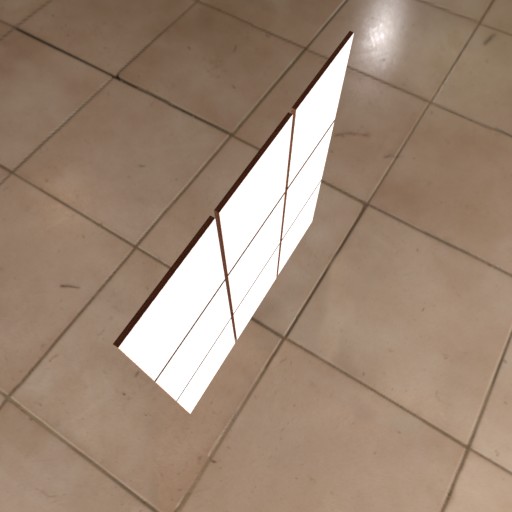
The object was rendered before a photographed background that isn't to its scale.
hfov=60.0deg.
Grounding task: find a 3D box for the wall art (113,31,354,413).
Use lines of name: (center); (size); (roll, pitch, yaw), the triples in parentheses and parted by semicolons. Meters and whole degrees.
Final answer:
wall art: (0.000, 0.000, 1.817); (0.017, 1.246, 1.256); (28, 67, 13)
